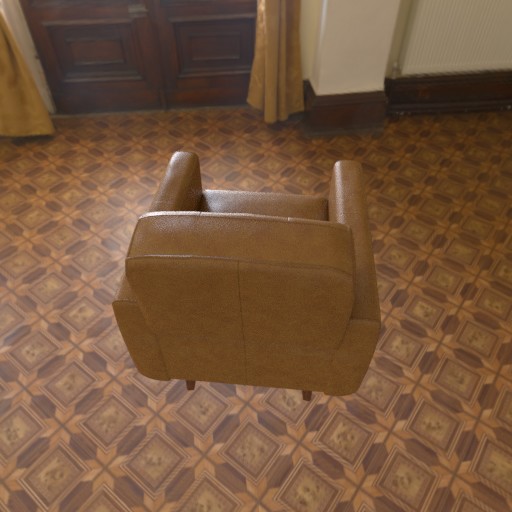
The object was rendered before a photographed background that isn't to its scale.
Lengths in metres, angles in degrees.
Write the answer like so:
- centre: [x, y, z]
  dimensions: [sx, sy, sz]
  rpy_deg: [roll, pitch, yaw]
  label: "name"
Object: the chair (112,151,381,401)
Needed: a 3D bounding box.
- centre: [0.000, 0.000, 1.719]
  dimensions: [0.845, 0.968, 0.942]
  rpy_deg: [4, 47, 4]
  label: "chair"
